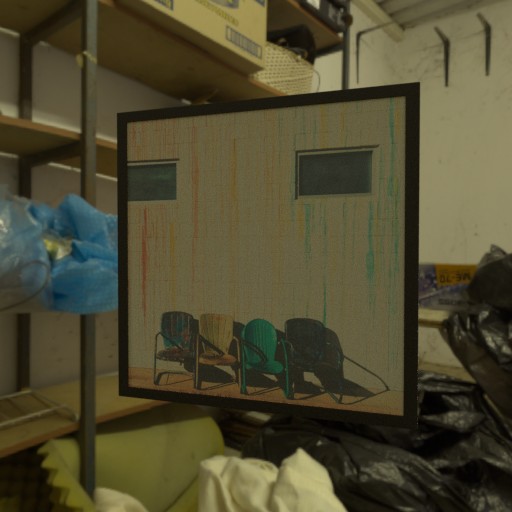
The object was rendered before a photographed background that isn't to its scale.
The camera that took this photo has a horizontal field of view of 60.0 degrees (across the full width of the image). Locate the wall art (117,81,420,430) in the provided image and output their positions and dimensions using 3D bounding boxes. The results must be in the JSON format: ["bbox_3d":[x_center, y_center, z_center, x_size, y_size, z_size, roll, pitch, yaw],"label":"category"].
[{"bbox_3d":[0.000,0.000,0.735,0.506,0.506,0.037,0,1,17],"label":"wall art"}]
